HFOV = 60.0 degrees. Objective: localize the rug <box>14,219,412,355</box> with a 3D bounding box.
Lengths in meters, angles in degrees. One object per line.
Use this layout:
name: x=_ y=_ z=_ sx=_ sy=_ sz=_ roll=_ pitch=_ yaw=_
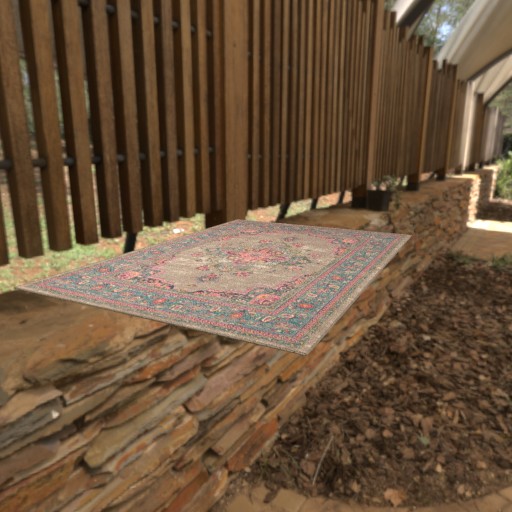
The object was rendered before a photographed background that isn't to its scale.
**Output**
rug: x=0.000 y=0.000 z=3.629 sx=2.005 sy=0.013 sz=2.890 roll=7 pitch=16 yaw=27
